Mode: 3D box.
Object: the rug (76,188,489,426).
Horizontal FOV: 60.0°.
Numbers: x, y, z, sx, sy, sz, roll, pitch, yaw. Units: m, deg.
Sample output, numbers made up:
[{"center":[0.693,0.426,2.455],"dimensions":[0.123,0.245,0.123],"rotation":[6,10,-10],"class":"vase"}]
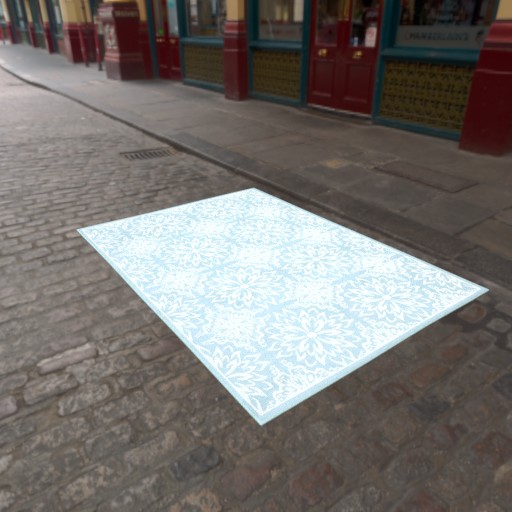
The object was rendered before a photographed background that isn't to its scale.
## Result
[{"center":[0.000,0.000,2.821],"dimensions":[1.589,0.014,2.205],"rotation":[-19,32,-32],"class":"rug"}]
